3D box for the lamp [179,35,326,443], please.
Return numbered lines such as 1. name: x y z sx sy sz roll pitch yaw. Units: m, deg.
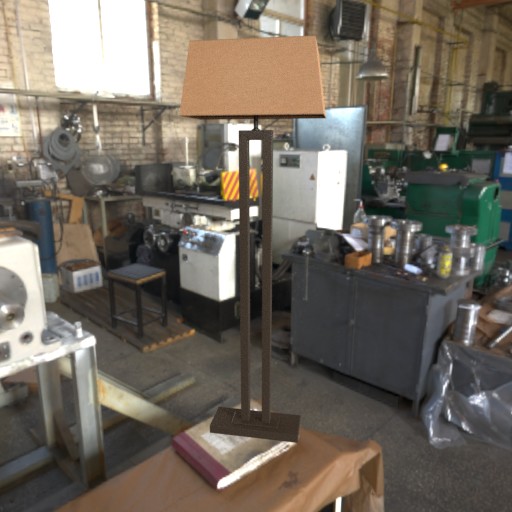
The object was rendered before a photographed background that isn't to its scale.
1. lamp: 0.000 0.000 1.660 0.475 1.469 0.233 3 14 10
